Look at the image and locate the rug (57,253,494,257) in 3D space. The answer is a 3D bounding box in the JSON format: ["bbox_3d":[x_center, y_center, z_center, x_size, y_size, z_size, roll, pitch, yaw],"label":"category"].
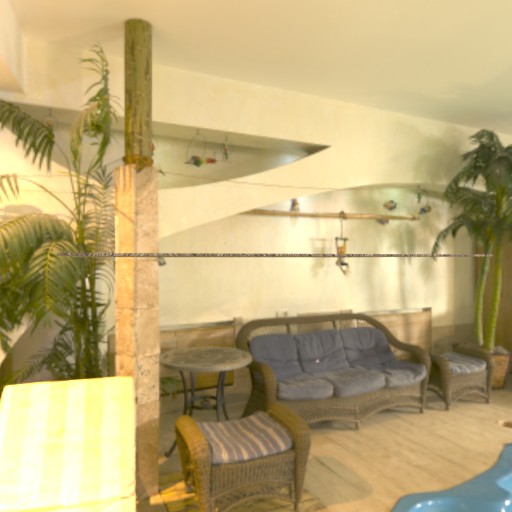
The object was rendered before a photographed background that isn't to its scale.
[{"bbox_3d":[0.000,0.000,4.185,3.204,0.017,2.448,0,0,-18],"label":"rug"}]
